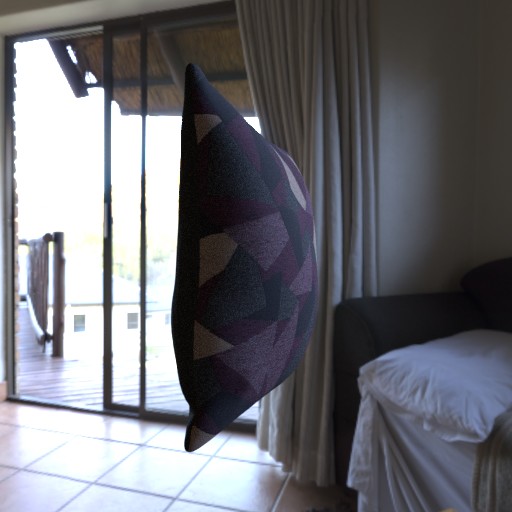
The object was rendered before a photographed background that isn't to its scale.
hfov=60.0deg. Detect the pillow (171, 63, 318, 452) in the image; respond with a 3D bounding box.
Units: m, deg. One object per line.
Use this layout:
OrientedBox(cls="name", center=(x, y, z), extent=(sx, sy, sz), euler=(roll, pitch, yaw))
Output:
OrientedBox(cls="pillow", center=(0.000, 0.000, 0.787), extent=(0.208, 0.496, 0.503), euler=(0, 0, 19))
